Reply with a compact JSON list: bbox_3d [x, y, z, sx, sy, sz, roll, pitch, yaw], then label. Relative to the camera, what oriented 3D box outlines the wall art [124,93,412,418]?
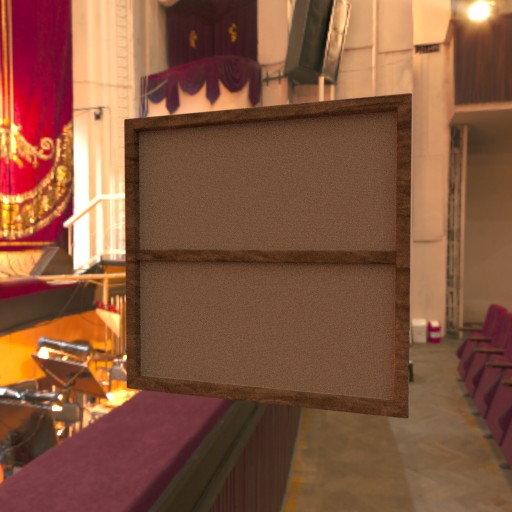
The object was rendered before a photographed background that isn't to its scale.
[{"bbox_3d":[0.000,0.000,1.135,0.747,0.747,0.035,1,2,17],"label":"wall art"}]
